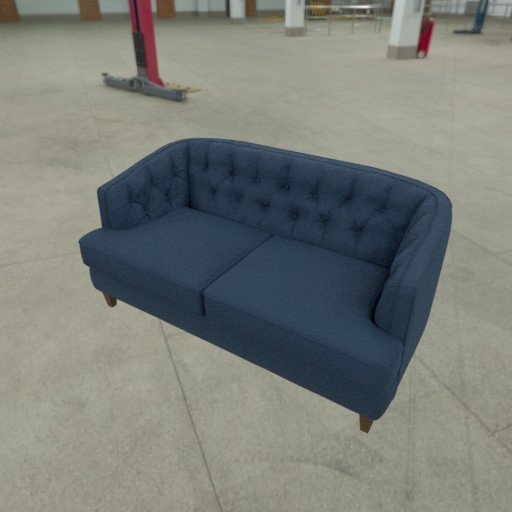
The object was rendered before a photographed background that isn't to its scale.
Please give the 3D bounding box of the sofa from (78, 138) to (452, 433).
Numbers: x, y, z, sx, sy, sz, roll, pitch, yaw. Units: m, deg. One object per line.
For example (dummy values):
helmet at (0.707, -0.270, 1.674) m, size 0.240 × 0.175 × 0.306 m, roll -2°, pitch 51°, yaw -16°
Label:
sofa at (0.000, 0.000, 2.301) m, size 1.733 × 0.854 × 0.941 m, roll 19°, pitch 36°, yaw 28°
